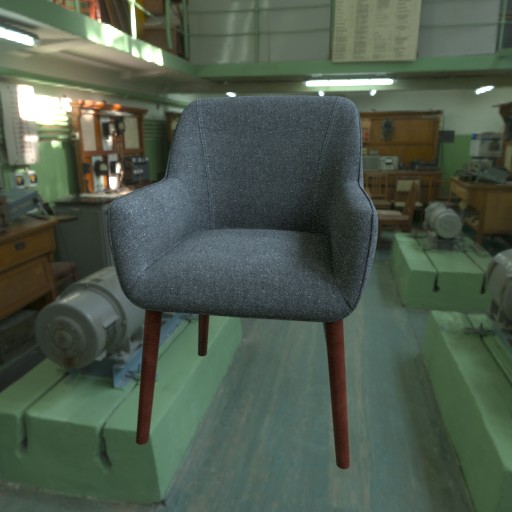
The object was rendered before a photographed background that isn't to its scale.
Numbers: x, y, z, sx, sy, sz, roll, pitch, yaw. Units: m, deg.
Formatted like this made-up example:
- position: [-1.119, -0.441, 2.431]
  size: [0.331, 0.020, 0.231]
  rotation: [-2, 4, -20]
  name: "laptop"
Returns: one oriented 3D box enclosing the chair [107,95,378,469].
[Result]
- position: [0.000, 0.000, 1.126]
  size: [0.543, 0.803, 0.519]
  rotation: [3, 16, 9]
  name: "chair"
